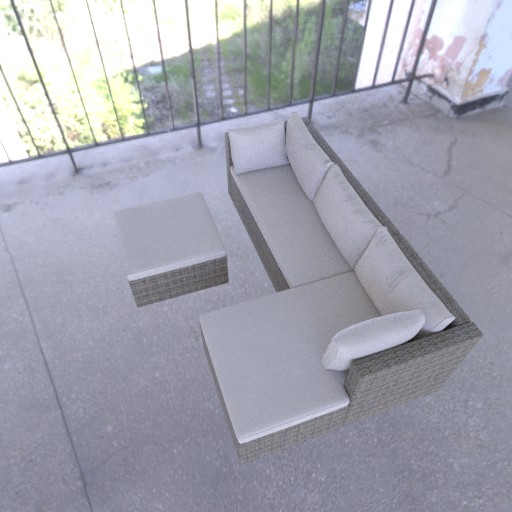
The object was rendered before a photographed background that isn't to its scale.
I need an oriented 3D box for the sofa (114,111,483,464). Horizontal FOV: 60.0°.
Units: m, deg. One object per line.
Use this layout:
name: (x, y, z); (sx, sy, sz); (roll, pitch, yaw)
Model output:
sofa: (0.000, 0.000, 2.918); (1.662, 0.766, 2.192); (-15, 50, -13)
